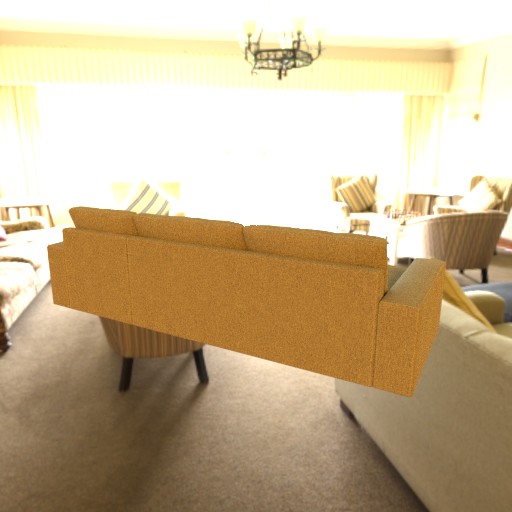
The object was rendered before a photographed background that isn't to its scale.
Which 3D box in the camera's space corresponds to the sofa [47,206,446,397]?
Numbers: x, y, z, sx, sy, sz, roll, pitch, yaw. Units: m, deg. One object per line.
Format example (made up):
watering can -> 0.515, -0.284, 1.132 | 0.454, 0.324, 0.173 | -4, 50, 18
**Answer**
sofa -> 0.000, 0.000, 3.465 | 2.718, 0.813, 1.689 | 8, 16, 28
